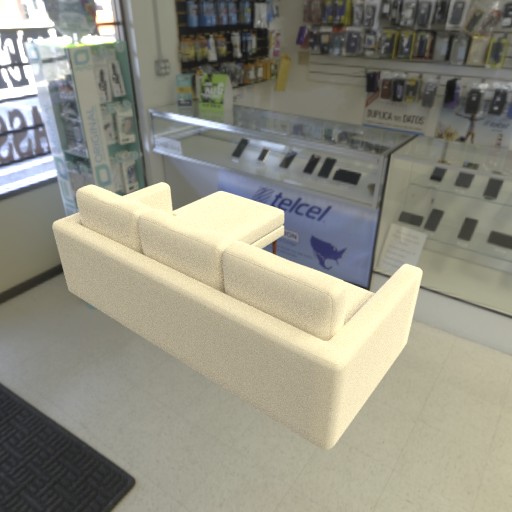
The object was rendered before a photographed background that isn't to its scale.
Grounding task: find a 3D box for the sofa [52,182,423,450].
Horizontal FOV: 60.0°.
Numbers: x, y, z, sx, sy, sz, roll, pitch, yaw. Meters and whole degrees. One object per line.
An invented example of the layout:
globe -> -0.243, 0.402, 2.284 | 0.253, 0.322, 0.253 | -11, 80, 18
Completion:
sofa -> 0.000, 0.000, 2.857 | 2.029, 0.899, 1.580 | 22, 37, 32
